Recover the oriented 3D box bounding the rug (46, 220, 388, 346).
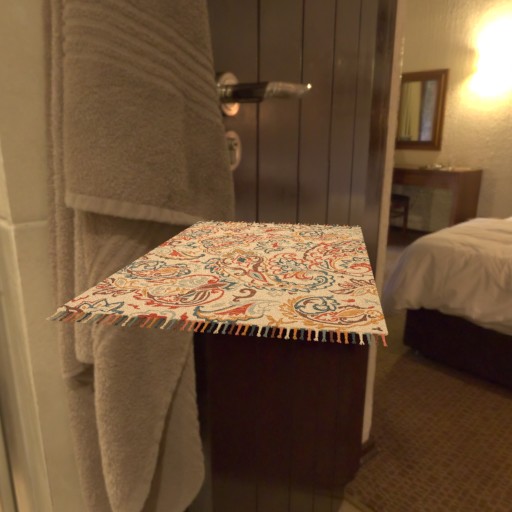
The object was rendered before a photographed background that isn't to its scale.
[{"bbox_3d":[0.000,0.000,2.447,1.218,0.010,1.997,3,15,10],"label":"rug"}]
